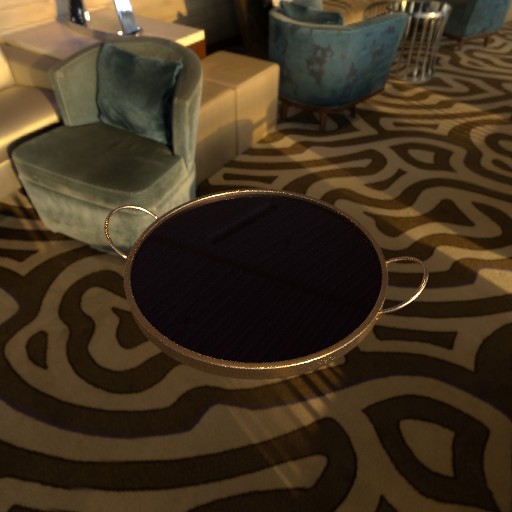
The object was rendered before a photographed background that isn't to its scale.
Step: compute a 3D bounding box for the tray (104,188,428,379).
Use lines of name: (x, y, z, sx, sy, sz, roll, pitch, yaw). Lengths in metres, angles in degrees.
tray: (0.000, 0.000, 0.748, 0.543, 0.069, 0.438, 11, 43, 13)
